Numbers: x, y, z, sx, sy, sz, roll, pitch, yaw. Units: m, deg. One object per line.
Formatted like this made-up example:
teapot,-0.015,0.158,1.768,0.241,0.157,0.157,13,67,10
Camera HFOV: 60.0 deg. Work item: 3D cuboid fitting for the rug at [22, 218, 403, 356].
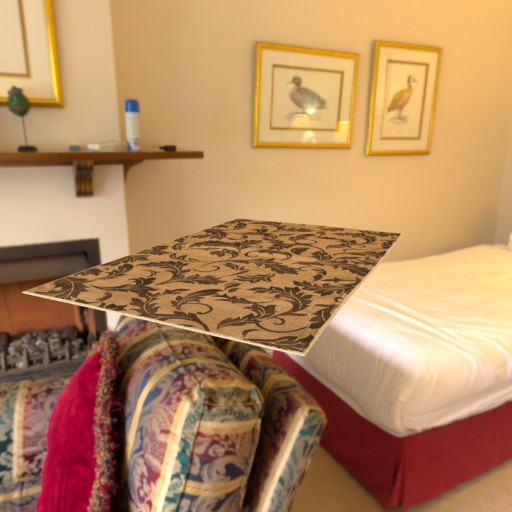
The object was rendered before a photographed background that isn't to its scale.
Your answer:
rug,0.000,0.000,2.900,1.522,0.008,2.284,7,17,25
